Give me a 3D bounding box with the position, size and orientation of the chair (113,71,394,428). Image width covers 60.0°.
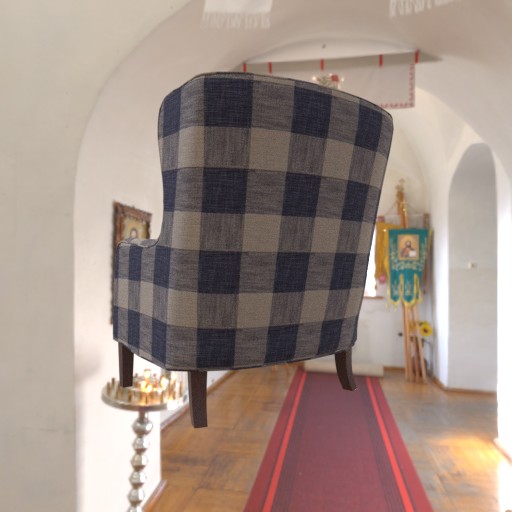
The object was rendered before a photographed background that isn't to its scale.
[{"bbox_3d":[0.000,0.000,1.689,0.830,1.041,0.889,0,-1,-35],"label":"chair"}]
